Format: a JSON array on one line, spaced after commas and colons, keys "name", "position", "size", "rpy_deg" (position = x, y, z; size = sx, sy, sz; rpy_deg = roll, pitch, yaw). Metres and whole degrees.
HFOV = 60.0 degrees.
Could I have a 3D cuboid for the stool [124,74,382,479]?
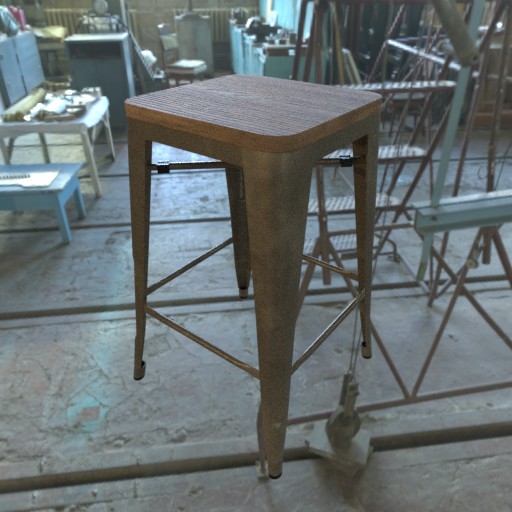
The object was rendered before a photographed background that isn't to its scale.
[{"name": "stool", "position": [0.000, 0.000, 0.881], "size": [0.407, 0.607, 0.407], "rpy_deg": [22, 38, 31]}]
